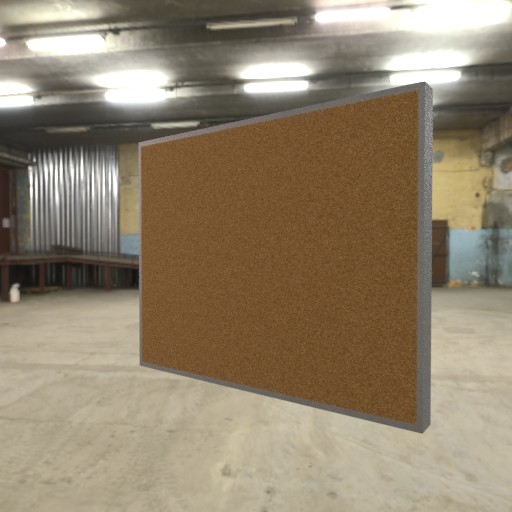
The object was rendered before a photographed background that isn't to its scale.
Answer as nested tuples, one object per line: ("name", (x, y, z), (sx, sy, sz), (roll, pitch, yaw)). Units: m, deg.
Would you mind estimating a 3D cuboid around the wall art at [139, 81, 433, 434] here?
("wall art", (0.000, 0.000, 0.745), (0.557, 0.450, 0.037), (1, 1, 36))
